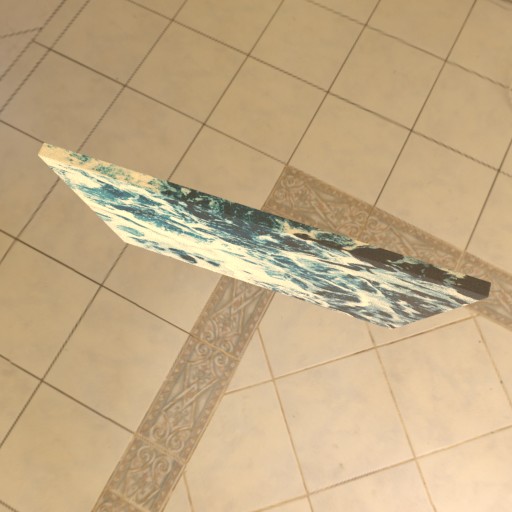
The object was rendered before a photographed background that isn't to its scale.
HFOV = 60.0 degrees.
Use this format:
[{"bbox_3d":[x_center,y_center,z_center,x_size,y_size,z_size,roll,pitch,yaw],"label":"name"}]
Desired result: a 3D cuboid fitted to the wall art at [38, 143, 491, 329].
[{"bbox_3d":[0.000,0.000,1.915,1.524,1.017,0.055,18,76,5],"label":"wall art"}]
